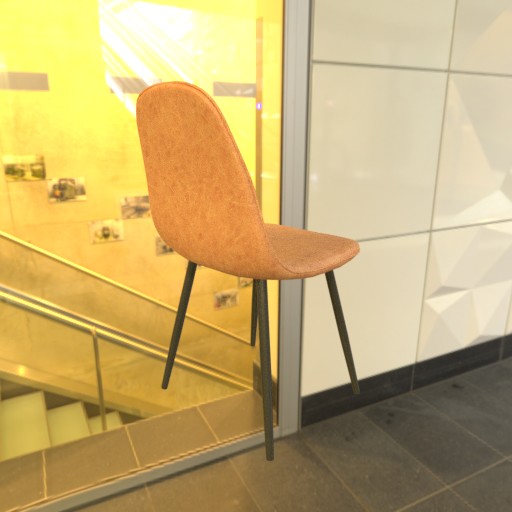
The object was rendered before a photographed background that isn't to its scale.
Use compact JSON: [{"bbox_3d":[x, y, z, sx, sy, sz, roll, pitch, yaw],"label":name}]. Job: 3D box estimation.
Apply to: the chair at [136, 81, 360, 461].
[{"bbox_3d":[0.000,0.000,1.258,0.472,0.889,0.561,15,22,42],"label":"chair"}]
